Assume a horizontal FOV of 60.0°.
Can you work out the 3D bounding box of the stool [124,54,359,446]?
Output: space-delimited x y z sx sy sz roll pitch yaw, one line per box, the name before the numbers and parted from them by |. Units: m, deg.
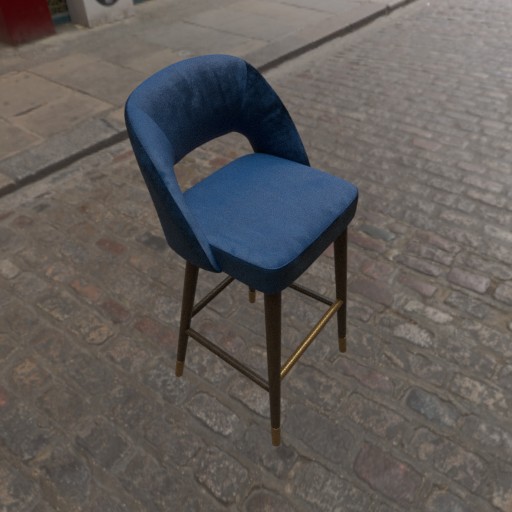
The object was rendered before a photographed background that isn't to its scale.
stool | 0.000 0.000 1.315 0.515 1.016 0.514 26 48 26
